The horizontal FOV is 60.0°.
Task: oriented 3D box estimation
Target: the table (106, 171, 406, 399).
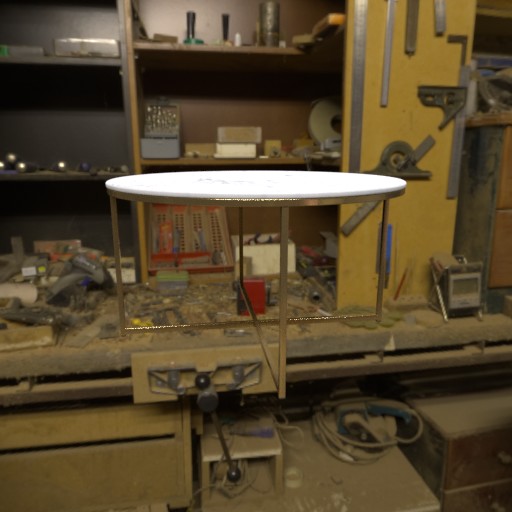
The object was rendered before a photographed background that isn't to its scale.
[{"bbox_3d":[0.000,0.000,1.293,0.800,0.450,0.800,0,14,0],"label":"table"}]
